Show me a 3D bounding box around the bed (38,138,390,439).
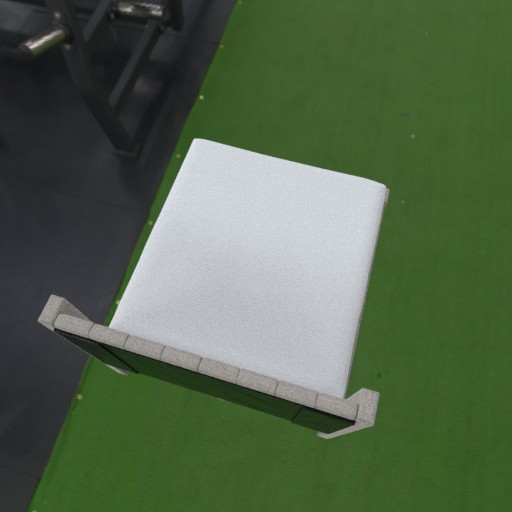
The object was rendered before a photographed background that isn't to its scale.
[{"bbox_3d":[0.000,0.000,3.778,2.044,1.748,2.372,15,66,7],"label":"bed"}]
